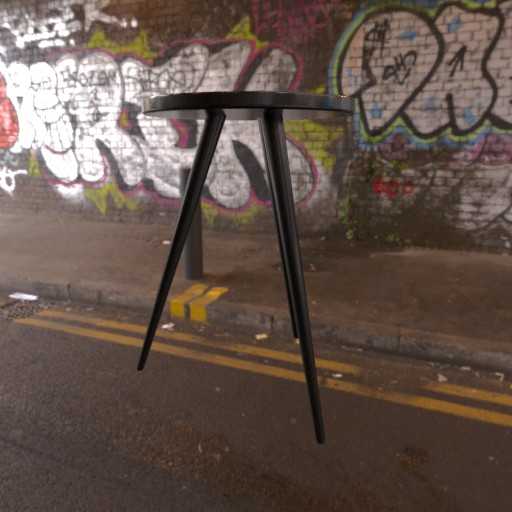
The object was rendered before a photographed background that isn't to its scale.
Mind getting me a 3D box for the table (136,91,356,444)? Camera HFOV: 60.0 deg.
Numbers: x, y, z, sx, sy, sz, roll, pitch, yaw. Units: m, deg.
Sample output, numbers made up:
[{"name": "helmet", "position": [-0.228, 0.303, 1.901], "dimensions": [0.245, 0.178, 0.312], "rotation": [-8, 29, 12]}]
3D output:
[{"name": "table", "position": [0.000, 0.000, 0.830], "dimensions": [0.403, 0.548, 0.415], "rotation": [-7, 16, -26]}]
